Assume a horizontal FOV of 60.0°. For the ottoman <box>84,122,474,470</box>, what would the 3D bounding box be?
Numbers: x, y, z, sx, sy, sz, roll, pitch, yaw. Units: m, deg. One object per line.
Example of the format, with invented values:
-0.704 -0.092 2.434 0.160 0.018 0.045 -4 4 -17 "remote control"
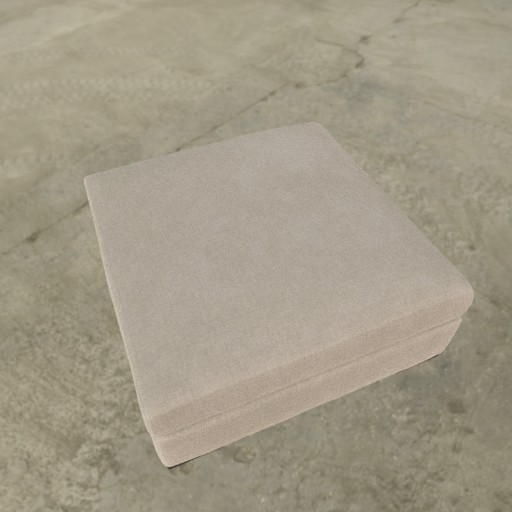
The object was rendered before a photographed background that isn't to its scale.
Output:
0.000 0.000 1.806 1.171 0.517 1.203 -17 50 -15 "ottoman"
